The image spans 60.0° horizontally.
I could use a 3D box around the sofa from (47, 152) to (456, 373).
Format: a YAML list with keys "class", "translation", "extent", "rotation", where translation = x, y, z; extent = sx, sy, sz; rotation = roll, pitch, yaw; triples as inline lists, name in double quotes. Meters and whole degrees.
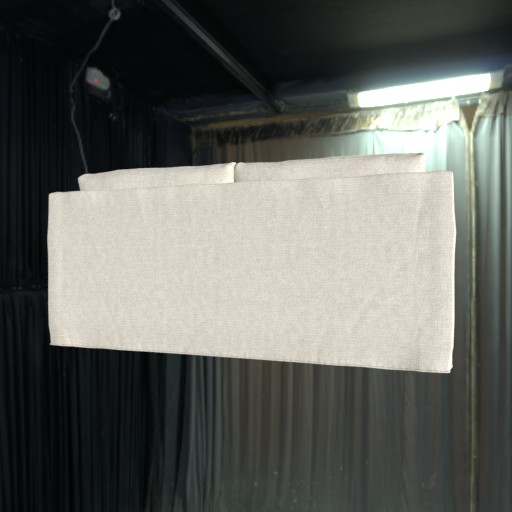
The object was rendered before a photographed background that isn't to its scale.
- class: "sofa"
  translation: [0.000, 0.000, 2.231]
  extent: [1.766, 0.828, 0.956]
  rotation: [0, 0, 18]
